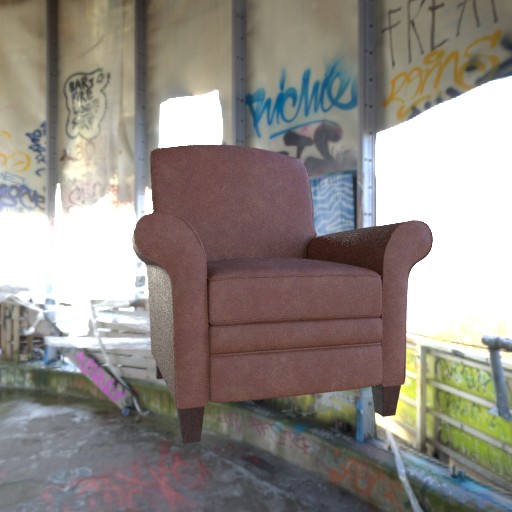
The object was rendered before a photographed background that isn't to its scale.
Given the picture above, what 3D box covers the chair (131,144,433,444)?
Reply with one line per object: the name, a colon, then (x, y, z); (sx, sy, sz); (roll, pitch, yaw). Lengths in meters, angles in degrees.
chair: (0.000, 0.000, 1.752); (0.978, 1.061, 0.902); (0, 0, -18)
